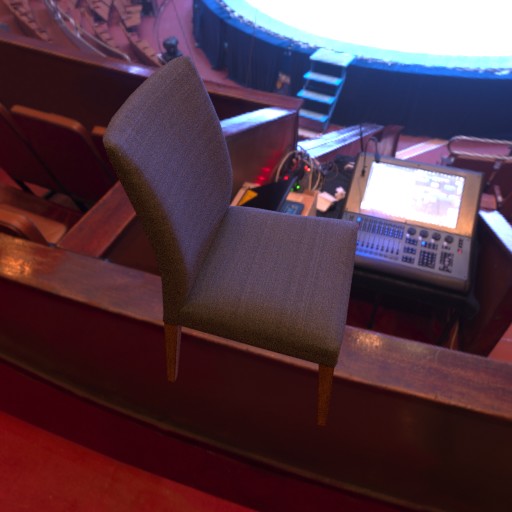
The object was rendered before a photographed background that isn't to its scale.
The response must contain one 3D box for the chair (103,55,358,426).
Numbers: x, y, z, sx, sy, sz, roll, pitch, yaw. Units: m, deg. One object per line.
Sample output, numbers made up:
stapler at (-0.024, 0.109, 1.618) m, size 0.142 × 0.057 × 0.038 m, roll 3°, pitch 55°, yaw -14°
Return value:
chair at (0.000, 0.000, 1.288) m, size 0.585 × 0.940 × 0.496 m, roll 11°, pitch 48°, yaw 10°
